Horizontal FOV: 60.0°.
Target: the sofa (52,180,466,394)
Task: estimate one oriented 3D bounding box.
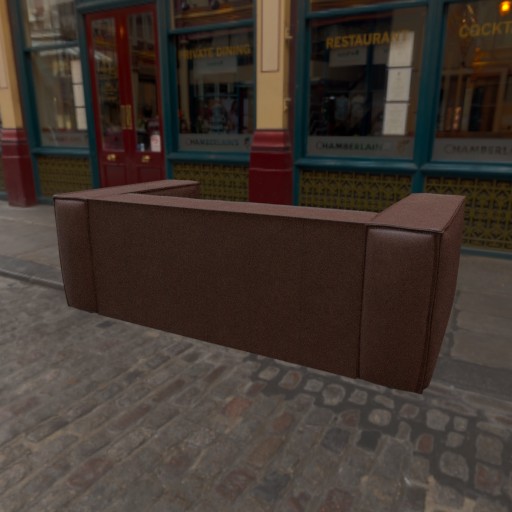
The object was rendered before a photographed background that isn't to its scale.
[{"bbox_3d":[0.000,0.000,2.526,2.088,0.703,1.102,8,17,27],"label":"sofa"}]
